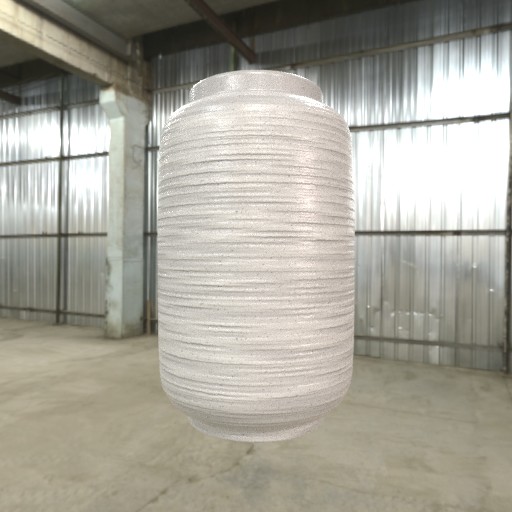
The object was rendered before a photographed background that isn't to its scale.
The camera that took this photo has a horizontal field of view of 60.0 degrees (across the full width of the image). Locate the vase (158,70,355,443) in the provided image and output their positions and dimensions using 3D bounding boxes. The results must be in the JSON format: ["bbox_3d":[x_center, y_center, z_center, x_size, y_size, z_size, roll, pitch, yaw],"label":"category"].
[{"bbox_3d":[0.000,0.000,0.465,0.202,0.335,0.202,0,0,0],"label":"vase"}]
